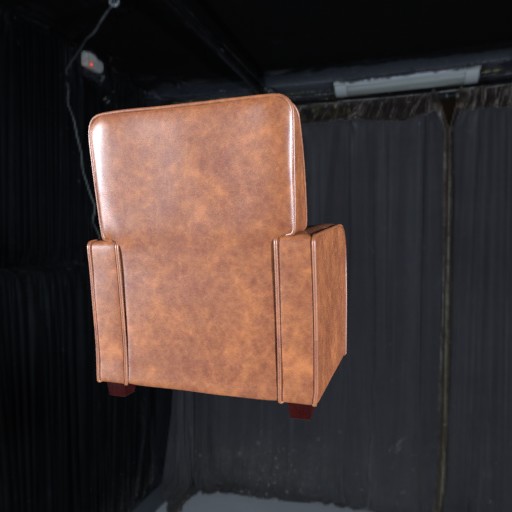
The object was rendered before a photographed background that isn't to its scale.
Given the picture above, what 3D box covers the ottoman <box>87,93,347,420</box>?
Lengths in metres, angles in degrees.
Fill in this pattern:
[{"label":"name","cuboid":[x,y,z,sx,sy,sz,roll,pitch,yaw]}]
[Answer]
[{"label":"ottoman","cuboid":[0.000,0.000,1.849,0.732,0.904,1.314,0,2,18]}]
